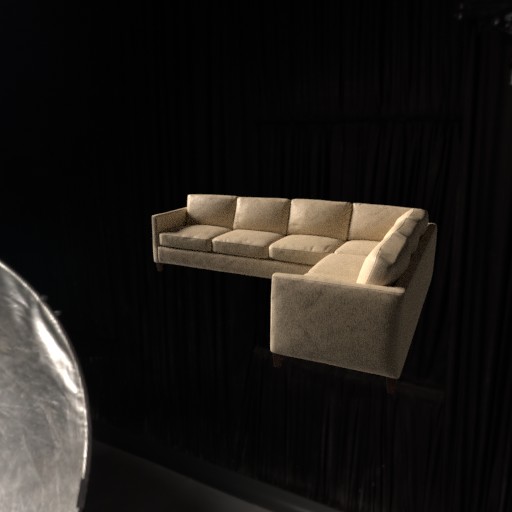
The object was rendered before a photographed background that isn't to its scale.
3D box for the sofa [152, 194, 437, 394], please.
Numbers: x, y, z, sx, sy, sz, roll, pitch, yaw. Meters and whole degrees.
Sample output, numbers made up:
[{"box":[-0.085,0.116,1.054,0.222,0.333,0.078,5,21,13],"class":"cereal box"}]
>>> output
[{"box":[0.000,0.000,4.586,3.302,0.947,2.593,7,17,25],"class":"sofa"}]
